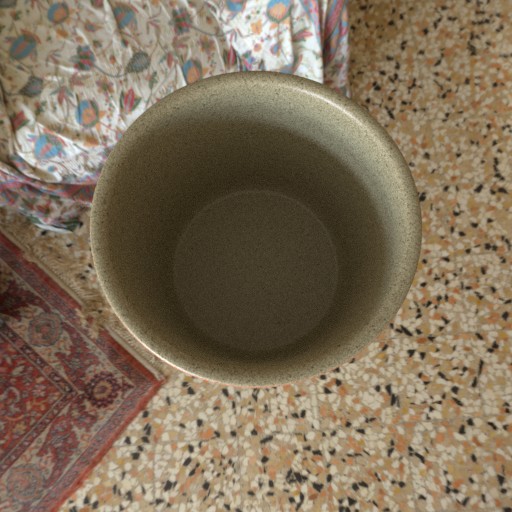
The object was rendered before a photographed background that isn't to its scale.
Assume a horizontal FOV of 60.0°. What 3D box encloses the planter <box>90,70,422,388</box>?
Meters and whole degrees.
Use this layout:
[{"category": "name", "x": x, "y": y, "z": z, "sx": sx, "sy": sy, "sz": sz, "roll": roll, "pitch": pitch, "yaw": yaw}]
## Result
[{"category": "planter", "x": 0.000, "y": 0.000, "z": 0.350, "sx": 0.191, "sy": 0.200, "sz": 0.191, "roll": 0, "pitch": 76, "yaw": 0}]
